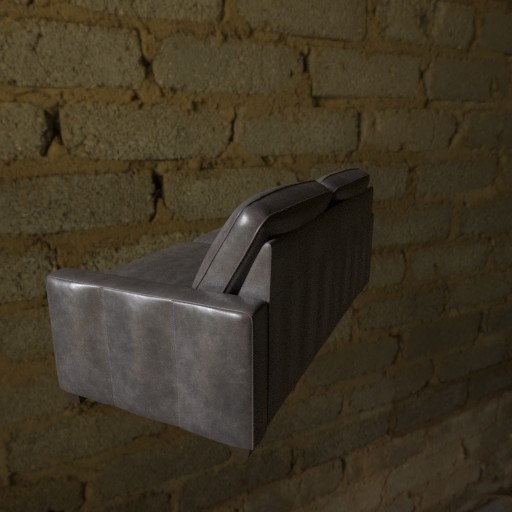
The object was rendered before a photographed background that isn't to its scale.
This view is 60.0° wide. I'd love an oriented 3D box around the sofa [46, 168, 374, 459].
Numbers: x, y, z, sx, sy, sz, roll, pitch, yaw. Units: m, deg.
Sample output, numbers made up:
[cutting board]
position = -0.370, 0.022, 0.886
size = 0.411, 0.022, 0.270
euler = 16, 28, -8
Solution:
[sofa]
position = 0.000, 0.000, 2.511
size = 0.939, 0.916, 2.081
euler = 7, 17, 24
